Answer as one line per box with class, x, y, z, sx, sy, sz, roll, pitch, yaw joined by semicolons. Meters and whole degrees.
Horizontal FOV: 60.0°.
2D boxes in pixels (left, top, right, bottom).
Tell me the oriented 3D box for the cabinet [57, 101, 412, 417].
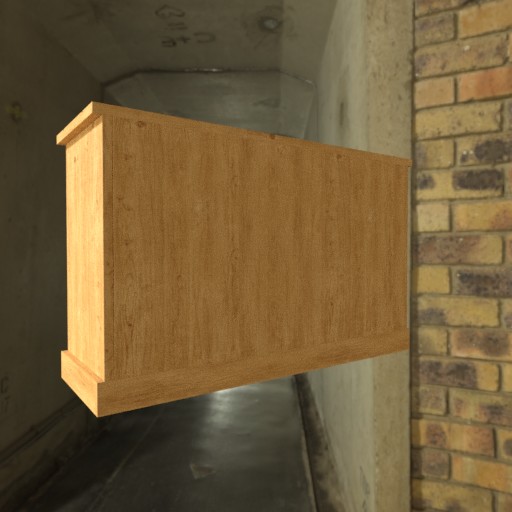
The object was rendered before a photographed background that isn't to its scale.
cabinet;0.000;0.000;1.691;1.321;0.810;0.432;-1;2;-35
